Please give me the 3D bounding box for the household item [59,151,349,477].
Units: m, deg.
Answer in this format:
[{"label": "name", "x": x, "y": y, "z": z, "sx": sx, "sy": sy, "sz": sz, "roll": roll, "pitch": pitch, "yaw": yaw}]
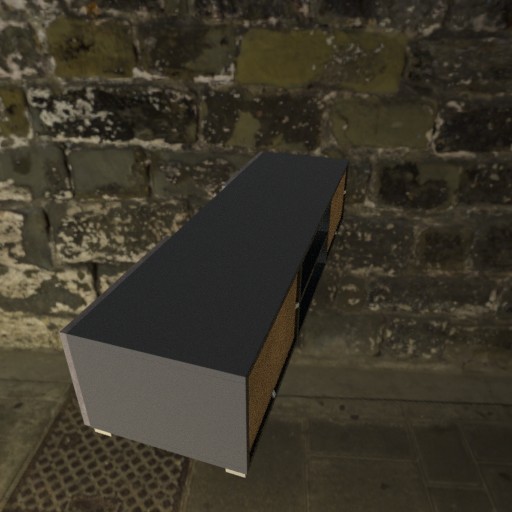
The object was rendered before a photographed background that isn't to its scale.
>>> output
[{"label": "household item", "x": 0.000, "y": 0.000, "z": 1.535, "sx": 0.420, "sy": 0.310, "sz": 1.400, "roll": 9, "pitch": 31, "yaw": 16}]
